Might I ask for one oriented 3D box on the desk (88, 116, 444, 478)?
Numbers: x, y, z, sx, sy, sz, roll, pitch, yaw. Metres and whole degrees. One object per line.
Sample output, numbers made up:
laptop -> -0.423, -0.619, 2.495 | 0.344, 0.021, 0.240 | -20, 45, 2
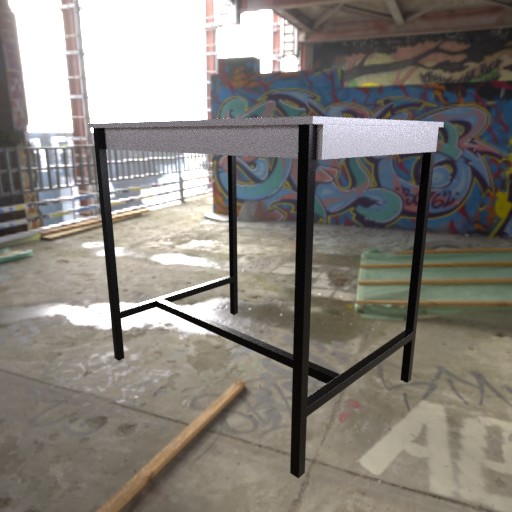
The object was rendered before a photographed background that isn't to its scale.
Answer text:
desk -> 0.000, 0.000, 1.330 | 0.811, 0.766, 0.573 | 14, 21, 42
